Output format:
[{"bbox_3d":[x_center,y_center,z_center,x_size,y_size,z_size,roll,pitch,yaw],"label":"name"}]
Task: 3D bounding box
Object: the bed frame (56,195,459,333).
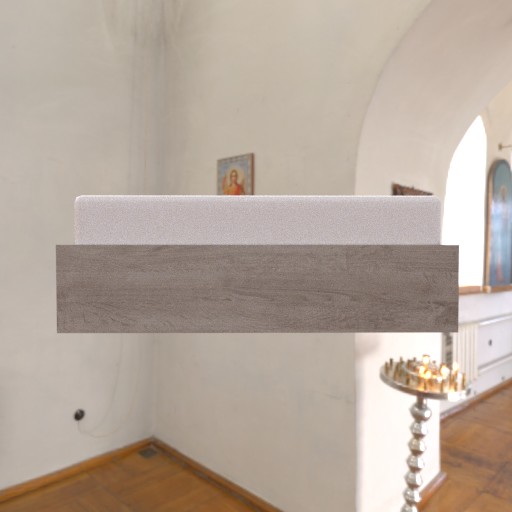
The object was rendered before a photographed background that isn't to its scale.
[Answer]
[{"bbox_3d":[0.000,0.000,2.561,1.445,0.497,1.945,0,2,-1],"label":"bed frame"}]
